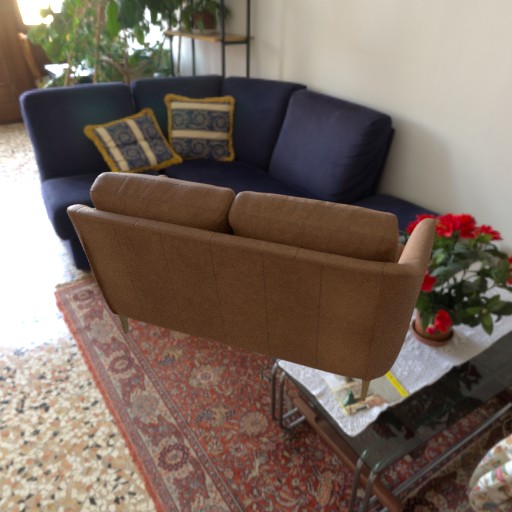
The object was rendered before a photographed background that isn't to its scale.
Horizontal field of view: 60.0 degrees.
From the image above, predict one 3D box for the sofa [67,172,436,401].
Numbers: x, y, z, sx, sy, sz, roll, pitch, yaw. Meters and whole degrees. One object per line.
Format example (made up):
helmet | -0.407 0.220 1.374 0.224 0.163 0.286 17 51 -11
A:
sofa | 0.000 0.000 2.201 1.619 0.902 0.960 11 33 18
